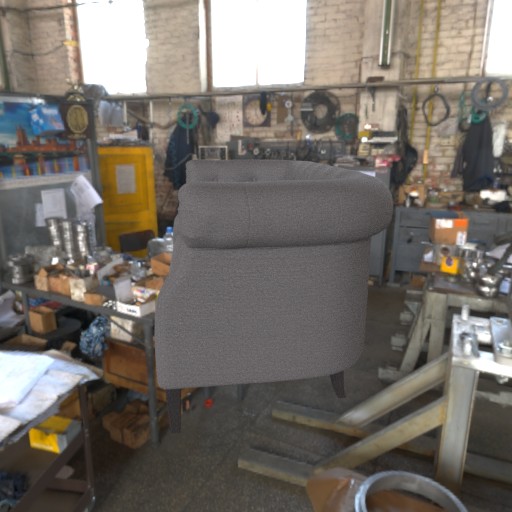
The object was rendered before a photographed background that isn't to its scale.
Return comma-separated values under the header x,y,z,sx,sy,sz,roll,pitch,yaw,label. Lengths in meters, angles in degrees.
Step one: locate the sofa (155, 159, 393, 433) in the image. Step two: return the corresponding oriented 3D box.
x,y,z,sx,sy,sz,roll,pitch,yaw,label
0.000,0.000,2.067,0.835,0.827,1.558,-2,15,-8,sofa
